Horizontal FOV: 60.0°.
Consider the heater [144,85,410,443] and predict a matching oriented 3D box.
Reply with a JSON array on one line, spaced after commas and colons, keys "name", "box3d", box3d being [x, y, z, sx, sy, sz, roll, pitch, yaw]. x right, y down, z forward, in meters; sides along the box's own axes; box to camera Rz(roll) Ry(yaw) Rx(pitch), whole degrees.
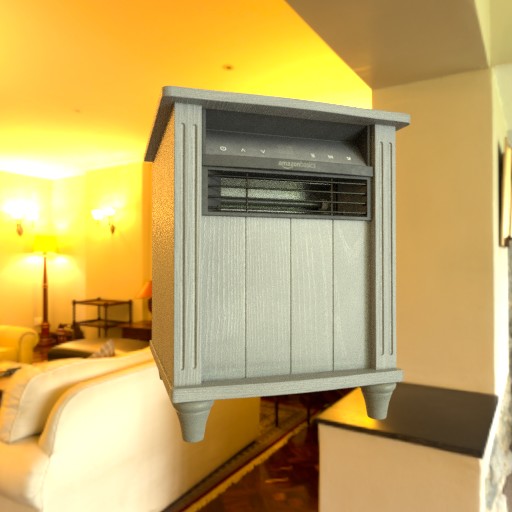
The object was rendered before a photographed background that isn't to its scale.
[{"name": "heater", "box3d": [0.000, 0.000, 0.775, 0.362, 0.481, 0.400, 0, -1, -18]}]
